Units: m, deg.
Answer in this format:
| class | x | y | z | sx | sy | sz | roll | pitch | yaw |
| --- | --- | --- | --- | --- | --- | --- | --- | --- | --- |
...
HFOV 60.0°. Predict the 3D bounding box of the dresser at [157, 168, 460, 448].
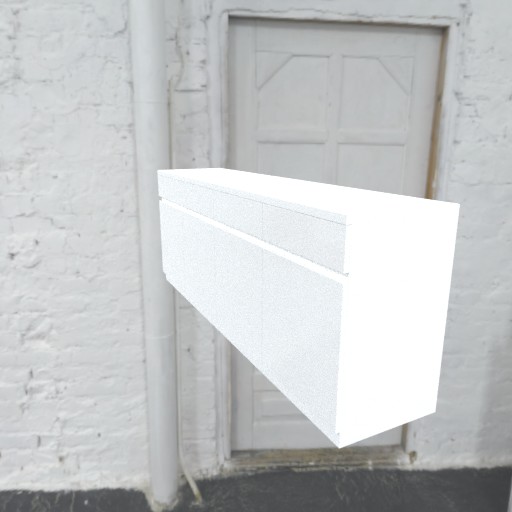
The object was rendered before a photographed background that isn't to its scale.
| class | x | y | z | sx | sy | sz | roll | pitch | yaw |
| --- | --- | --- | --- | --- | --- | --- | --- | --- | --- |
| dresser | 0.000 | 0.000 | 2.514 | 0.500 | 0.840 | 2.200 | -7 | 17 | -26 |
